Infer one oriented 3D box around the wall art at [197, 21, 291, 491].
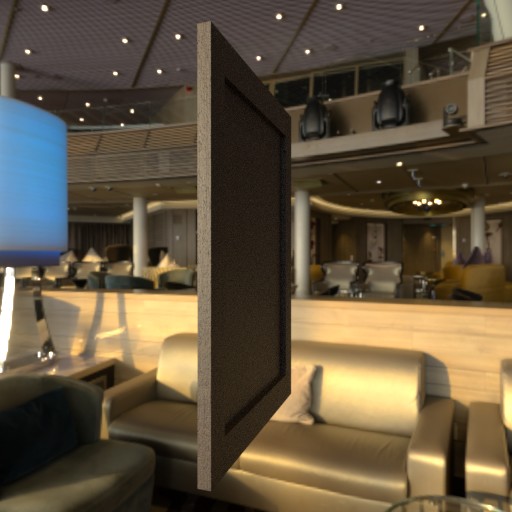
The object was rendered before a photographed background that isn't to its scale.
[{"bbox_3d":[0.000,0.000,0.656,0.017,0.513,0.359,0,0,19],"label":"wall art"}]
